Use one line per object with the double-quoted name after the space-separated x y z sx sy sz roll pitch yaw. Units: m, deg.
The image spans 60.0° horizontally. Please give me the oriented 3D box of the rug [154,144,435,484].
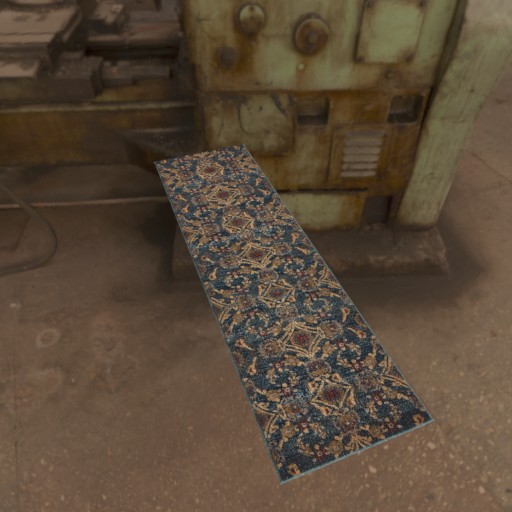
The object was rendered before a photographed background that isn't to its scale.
0.000 0.000 2.474 0.685 0.014 2.292 -15 47 -15 "rug"
